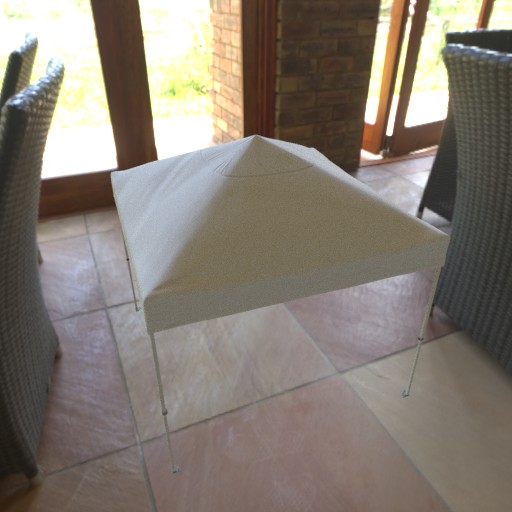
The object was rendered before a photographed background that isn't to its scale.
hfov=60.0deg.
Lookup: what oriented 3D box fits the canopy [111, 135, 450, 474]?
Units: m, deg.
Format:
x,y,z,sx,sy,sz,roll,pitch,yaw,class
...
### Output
x,y,z,sx,sy,sz,roll,pitch,yaw,class
0.000,0.000,5.465,2.998,2.997,2.996,-11,33,-17,canopy
